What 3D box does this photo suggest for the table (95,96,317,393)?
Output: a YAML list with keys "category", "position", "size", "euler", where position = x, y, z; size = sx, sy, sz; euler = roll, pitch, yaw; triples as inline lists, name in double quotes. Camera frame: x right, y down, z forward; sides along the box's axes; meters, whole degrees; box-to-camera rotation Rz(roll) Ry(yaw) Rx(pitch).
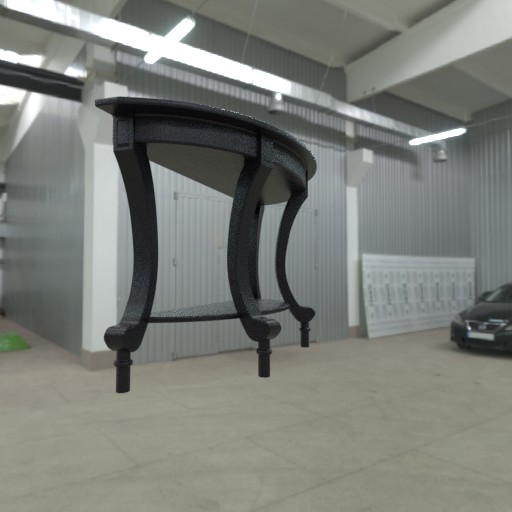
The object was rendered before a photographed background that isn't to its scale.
- category: "table"
  position: [0.000, 0.000, 1.527]
  size: [0.394, 0.692, 1.198]
  euler: [-1, -3, 18]
